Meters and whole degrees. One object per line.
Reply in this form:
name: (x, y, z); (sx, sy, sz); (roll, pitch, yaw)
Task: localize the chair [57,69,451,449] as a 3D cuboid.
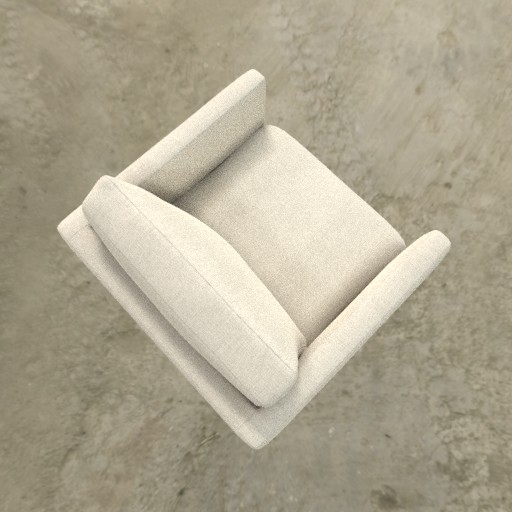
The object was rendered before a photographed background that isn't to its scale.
chair: (0.000, 0.000, 1.715); (0.959, 0.919, 0.996); (-43, 78, -11)
